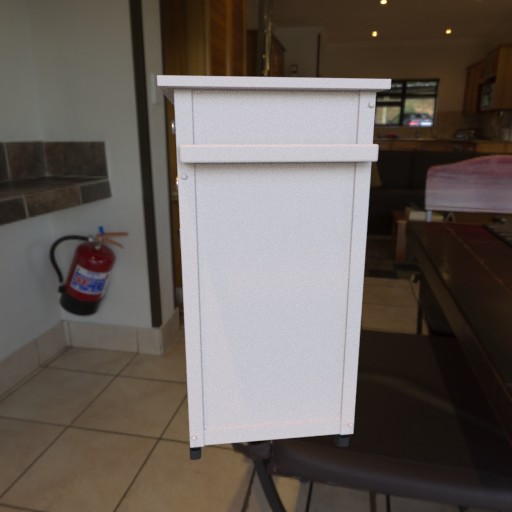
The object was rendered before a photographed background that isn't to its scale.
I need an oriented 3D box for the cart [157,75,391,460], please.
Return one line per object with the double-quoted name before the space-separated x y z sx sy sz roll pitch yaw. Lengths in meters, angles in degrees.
"cart" 0.000 0.000 1.247 0.442 0.864 0.683 -2 15 -7
